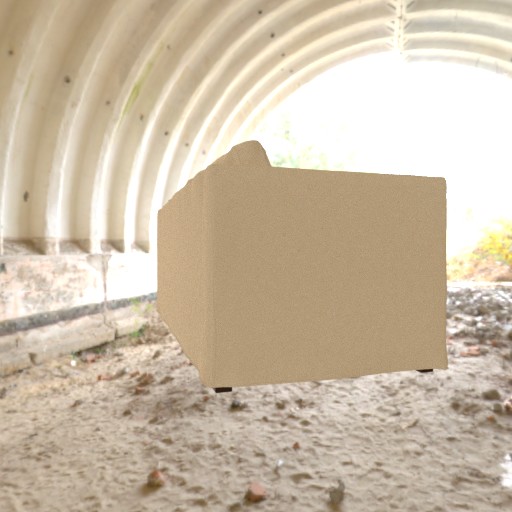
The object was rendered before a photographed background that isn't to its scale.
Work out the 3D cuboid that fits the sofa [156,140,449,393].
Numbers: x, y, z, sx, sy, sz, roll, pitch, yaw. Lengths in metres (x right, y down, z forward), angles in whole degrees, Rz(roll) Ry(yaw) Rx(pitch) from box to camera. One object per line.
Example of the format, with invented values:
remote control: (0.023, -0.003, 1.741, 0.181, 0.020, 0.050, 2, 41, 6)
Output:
sofa: (0.000, 0.000, 2.461, 0.940, 0.870, 1.987, 0, 1, -17)
